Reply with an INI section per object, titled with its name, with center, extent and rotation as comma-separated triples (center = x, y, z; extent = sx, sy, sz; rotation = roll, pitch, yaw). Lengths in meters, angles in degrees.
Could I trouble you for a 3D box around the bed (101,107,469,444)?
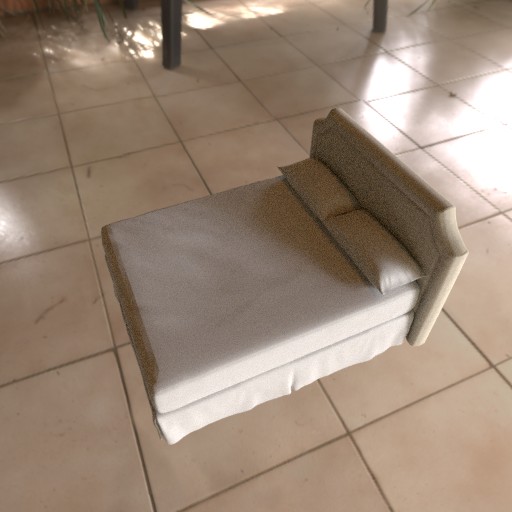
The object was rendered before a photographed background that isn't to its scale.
[bed]
center = 0.000, 0.000, 3.362
extent = 2.164, 1.297, 1.828
rotation = -18, 50, -16
